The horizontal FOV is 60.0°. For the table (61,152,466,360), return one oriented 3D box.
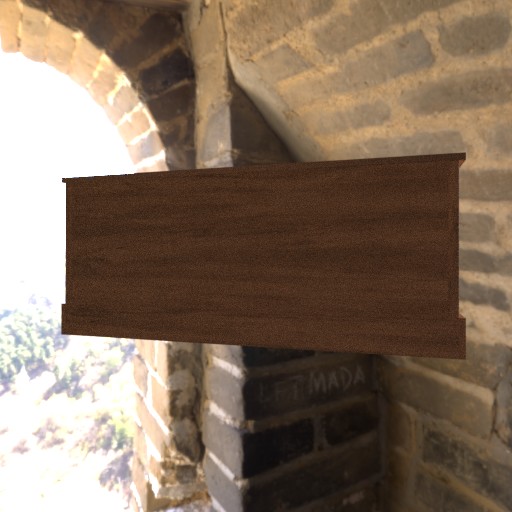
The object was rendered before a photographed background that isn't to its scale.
[{"bbox_3d":[0.000,0.000,1.455,1.200,0.510,0.400,0,0,17],"label":"table"}]
